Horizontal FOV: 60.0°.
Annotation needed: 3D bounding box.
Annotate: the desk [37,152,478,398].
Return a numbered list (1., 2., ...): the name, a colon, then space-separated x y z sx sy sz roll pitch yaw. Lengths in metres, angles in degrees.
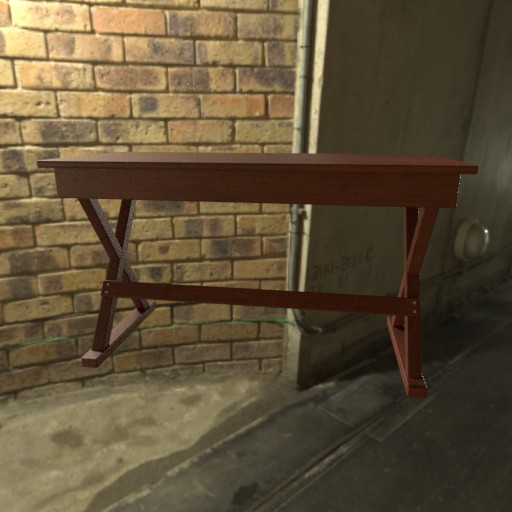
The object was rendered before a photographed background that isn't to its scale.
1. desk: 0.000 0.000 1.746 1.372 0.761 0.600 3 16 9
